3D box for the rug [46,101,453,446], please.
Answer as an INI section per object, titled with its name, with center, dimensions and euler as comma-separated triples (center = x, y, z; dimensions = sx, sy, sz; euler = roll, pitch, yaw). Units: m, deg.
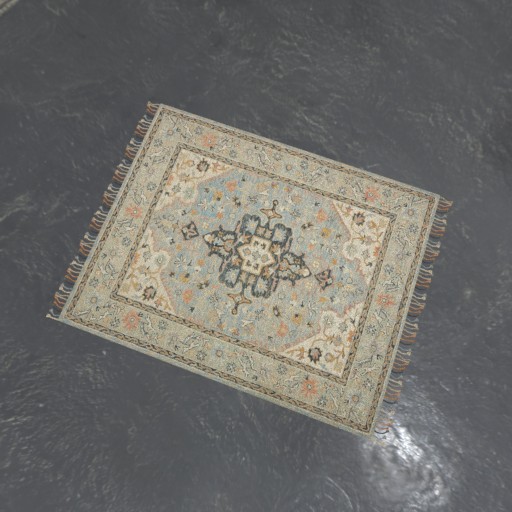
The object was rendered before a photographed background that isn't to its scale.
[rug]
center = 0.000, 0.000, 4.162
dimensions = 3.221, 0.011, 2.379
euler = 19, 76, 5
